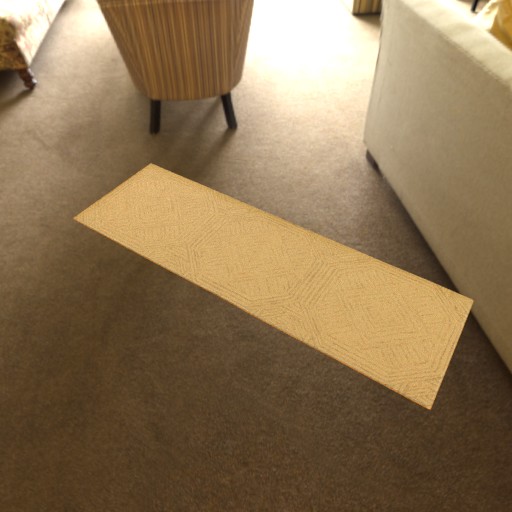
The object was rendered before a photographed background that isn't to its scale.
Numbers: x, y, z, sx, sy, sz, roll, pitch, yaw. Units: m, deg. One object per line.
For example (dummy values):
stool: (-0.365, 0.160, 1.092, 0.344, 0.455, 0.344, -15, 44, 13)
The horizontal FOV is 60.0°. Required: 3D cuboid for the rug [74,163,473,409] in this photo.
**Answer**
rug: (0.000, 0.000, 2.758, 2.452, 0.012, 0.775, 25, 51, 22)
